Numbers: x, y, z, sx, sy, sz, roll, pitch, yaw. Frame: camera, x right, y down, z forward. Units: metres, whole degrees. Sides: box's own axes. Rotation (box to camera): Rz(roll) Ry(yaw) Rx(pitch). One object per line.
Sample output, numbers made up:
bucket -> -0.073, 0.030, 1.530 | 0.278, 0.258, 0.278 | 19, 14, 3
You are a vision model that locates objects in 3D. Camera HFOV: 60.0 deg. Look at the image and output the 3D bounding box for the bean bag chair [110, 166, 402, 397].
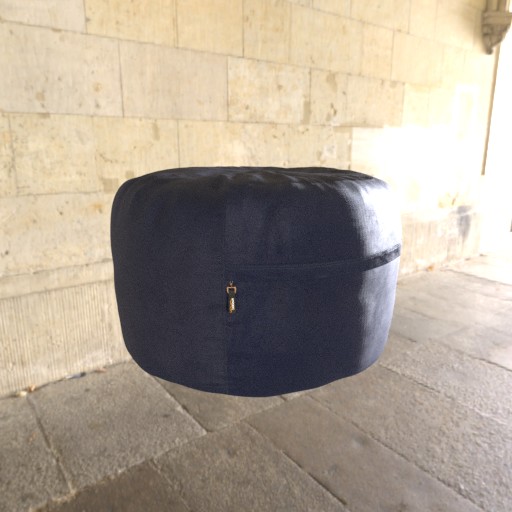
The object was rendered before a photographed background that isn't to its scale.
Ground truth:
bean bag chair -> 0.000, 0.000, 1.967 | 1.219, 0.762, 1.219 | 0, 14, 0
